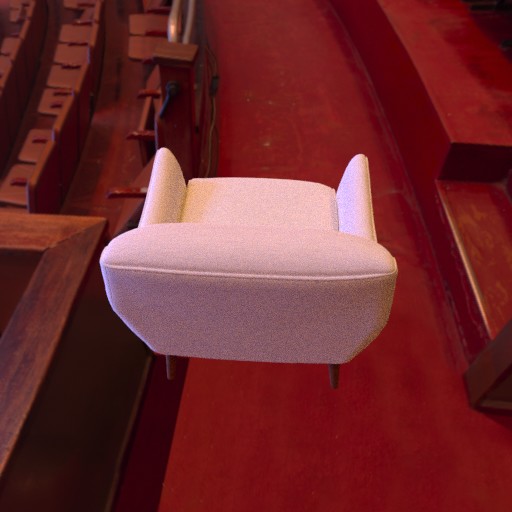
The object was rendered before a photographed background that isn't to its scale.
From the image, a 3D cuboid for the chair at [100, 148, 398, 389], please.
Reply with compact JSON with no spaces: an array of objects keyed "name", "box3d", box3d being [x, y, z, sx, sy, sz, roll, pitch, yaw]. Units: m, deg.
[{"name":"chair","box3d":[0.000,0.000,1.446,0.762,0.838,0.787,3,48,2]}]
